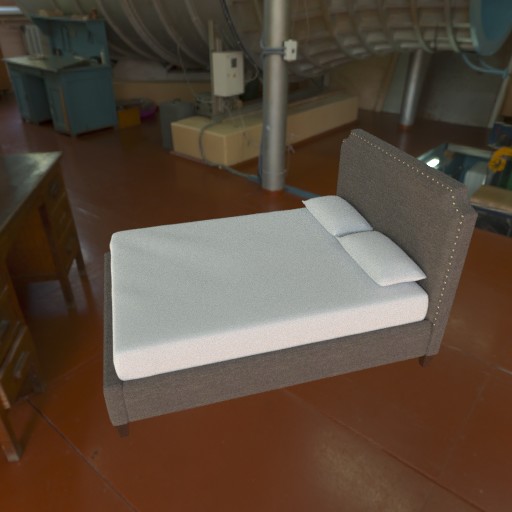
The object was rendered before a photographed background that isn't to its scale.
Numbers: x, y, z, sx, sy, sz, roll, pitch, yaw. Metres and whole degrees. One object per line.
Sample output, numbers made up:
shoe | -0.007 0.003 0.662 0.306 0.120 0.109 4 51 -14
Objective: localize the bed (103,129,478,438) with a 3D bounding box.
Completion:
bed | 0.000 0.000 3.470 2.381 1.457 1.713 -8 32 -14
